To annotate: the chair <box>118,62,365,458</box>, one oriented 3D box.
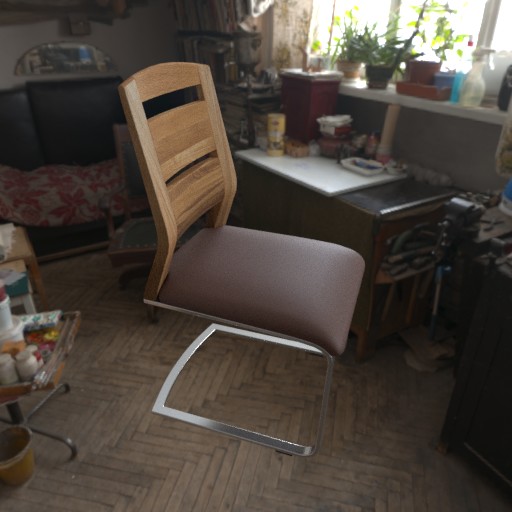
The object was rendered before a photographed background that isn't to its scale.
[{"bbox_3d":[0.000,0.000,1.231,0.570,0.970,0.460,9,30,17],"label":"chair"}]
